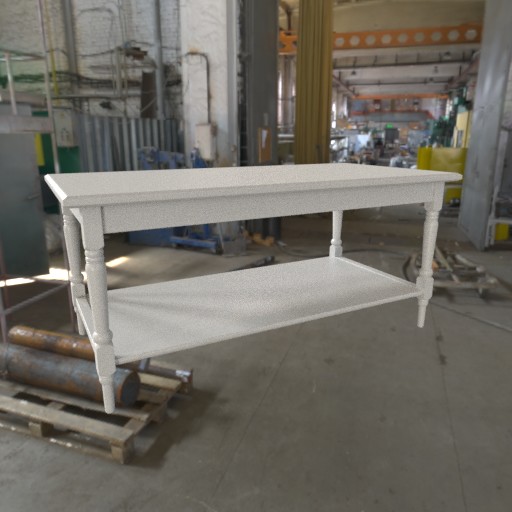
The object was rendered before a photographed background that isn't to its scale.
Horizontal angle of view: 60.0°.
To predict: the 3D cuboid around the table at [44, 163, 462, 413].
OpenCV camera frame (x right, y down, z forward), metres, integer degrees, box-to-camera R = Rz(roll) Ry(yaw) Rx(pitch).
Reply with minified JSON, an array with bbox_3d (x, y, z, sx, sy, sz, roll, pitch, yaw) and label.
[{"bbox_3d":[0.000,0.000,1.378,1.109,0.506,0.551,-8,17,-27],"label":"table"}]
